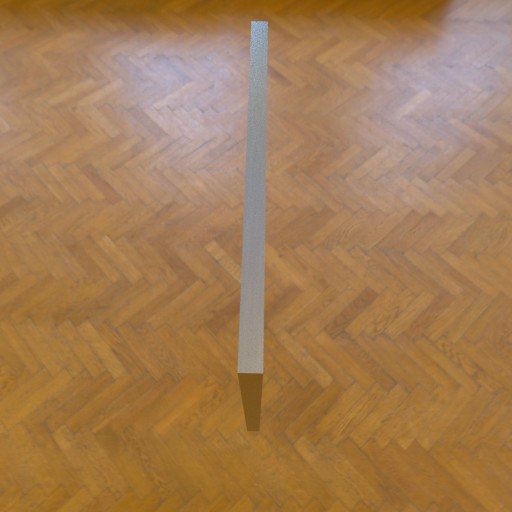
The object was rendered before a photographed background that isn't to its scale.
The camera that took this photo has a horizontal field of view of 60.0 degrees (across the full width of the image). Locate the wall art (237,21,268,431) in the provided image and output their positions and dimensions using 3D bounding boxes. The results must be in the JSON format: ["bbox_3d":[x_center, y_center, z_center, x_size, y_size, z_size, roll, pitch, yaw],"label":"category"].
[{"bbox_3d":[0.000,0.000,1.200,0.038,0.806,0.806,1,63,1],"label":"wall art"}]
